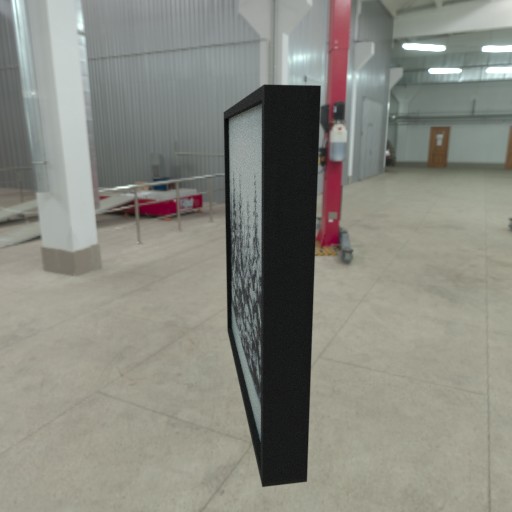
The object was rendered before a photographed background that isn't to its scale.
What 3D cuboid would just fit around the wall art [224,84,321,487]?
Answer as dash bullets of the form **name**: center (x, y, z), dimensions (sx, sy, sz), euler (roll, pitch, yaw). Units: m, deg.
- **wall art**: center (0.000, 0.000, 0.467), dimensions (0.037, 0.305, 0.305), euler (-2, 15, -9)
